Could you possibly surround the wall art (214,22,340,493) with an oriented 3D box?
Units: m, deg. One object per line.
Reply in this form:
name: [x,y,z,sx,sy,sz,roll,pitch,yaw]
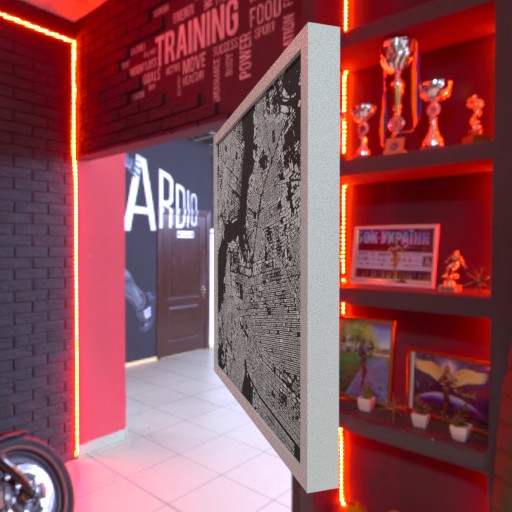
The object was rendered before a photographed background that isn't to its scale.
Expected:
wall art: [0.000,0.000,0.723,0.038,0.506,0.506,0,1,-17]
